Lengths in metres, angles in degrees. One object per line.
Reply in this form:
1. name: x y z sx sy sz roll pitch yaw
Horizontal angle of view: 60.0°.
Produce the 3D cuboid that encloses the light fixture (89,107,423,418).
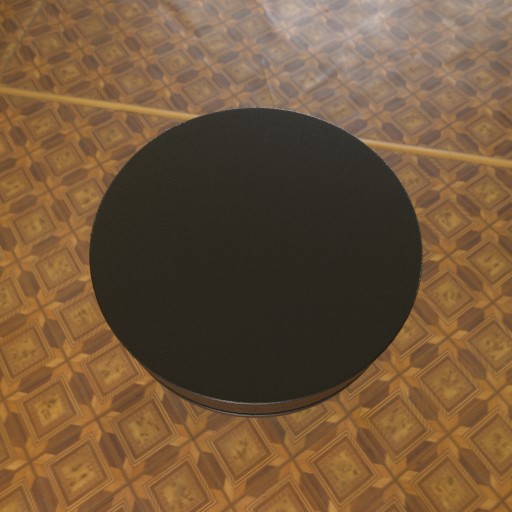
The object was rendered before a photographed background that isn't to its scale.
1. light fixture: 0.000 0.000 0.419 0.283 0.097 0.283 0 64 0
